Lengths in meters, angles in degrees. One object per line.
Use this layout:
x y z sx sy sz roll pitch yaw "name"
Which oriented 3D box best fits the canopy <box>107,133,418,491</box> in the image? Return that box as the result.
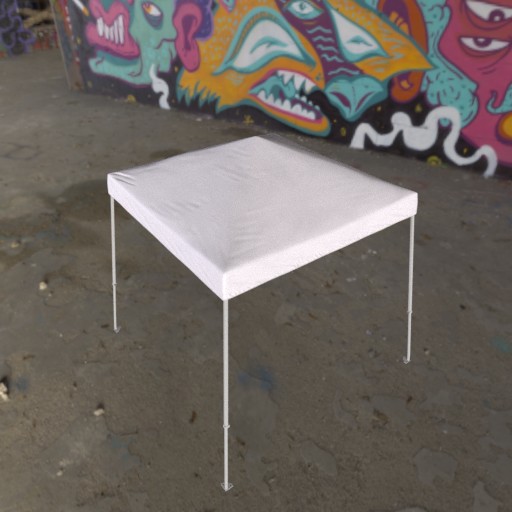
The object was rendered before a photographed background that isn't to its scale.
0.000 0.000 5.183 2.849 2.850 2.850 -22 40 -30 "canopy"
